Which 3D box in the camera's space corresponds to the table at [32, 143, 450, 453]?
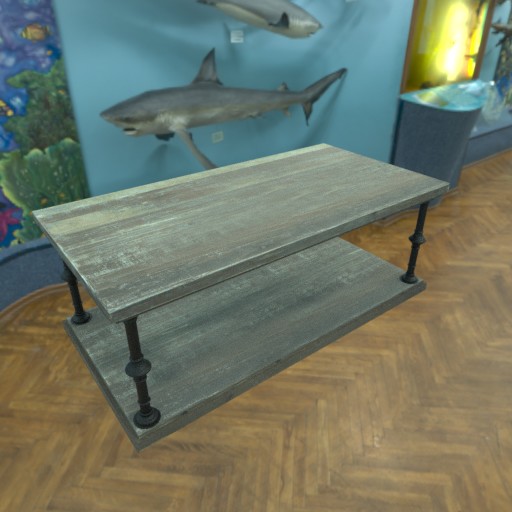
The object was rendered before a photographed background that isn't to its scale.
[{"bbox_3d":[0.000,0.000,1.380,1.088,0.399,0.554,-21,36,-31],"label":"table"}]
